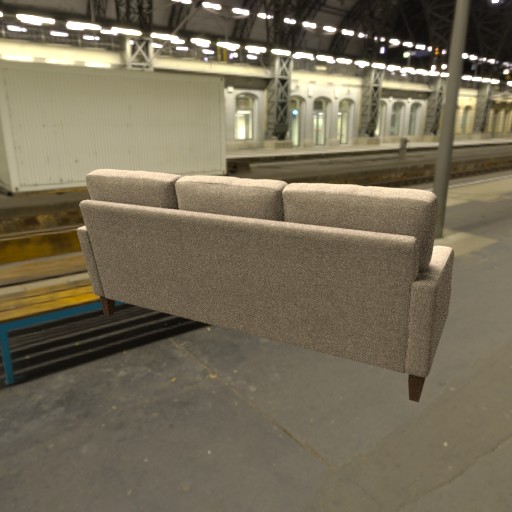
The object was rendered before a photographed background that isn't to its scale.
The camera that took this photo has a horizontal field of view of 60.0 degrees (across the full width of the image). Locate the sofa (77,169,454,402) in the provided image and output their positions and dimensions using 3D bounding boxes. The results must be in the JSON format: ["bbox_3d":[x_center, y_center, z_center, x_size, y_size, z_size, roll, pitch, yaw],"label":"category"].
[{"bbox_3d":[0.000,0.000,2.642,2.115,0.984,0.888,9,19,28],"label":"sofa"}]
